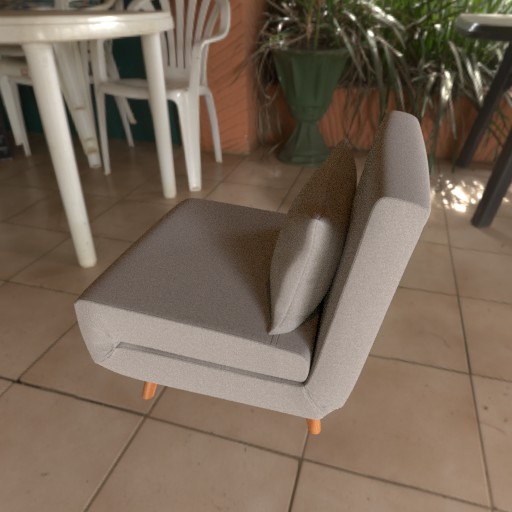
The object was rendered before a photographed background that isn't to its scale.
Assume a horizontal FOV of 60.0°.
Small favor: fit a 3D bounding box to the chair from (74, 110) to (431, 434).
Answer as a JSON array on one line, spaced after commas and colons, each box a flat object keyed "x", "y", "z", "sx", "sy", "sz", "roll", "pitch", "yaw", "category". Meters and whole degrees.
[{"x": 0.000, "y": 0.000, "z": 1.420, "sx": 0.902, "sy": 0.808, "sz": 0.770, "roll": 8, "pitch": 31, "yaw": 13, "category": "chair"}]
